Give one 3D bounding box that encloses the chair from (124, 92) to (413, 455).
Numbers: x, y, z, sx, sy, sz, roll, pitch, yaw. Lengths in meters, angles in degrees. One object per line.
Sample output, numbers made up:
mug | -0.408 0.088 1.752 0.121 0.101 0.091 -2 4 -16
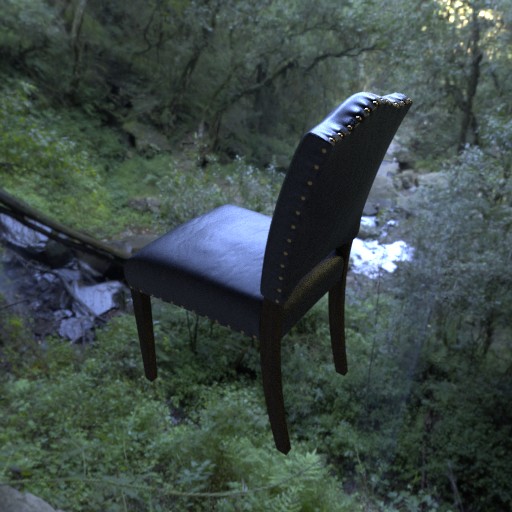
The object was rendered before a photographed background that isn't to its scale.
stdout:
chair | 0.000 0.000 1.317 0.633 0.991 0.500 21 37 30
